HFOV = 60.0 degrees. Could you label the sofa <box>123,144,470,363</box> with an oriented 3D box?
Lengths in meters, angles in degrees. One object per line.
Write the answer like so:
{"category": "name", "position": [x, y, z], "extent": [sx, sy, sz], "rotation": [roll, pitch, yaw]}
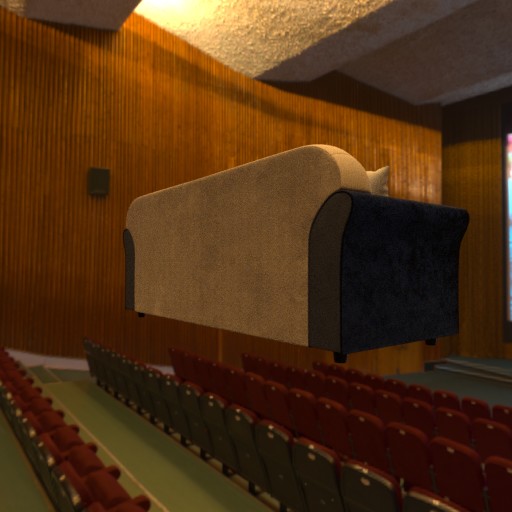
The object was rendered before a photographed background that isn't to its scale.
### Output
{"category": "sofa", "position": [0.000, 0.000, 2.437], "extent": [0.749, 0.789, 2.006], "rotation": [1, -2, -37]}
